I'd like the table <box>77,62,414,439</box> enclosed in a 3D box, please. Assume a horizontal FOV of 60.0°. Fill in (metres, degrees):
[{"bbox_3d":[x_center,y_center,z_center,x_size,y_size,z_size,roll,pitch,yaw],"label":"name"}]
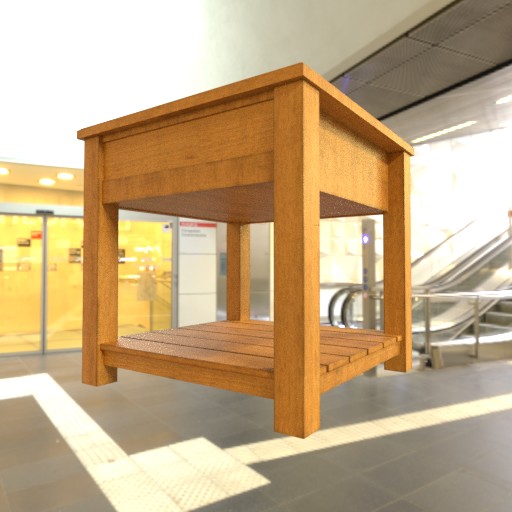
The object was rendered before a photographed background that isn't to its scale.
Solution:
[{"bbox_3d":[0.000,0.000,1.113,0.612,0.593,0.616,-1,-2,35],"label":"table"}]
